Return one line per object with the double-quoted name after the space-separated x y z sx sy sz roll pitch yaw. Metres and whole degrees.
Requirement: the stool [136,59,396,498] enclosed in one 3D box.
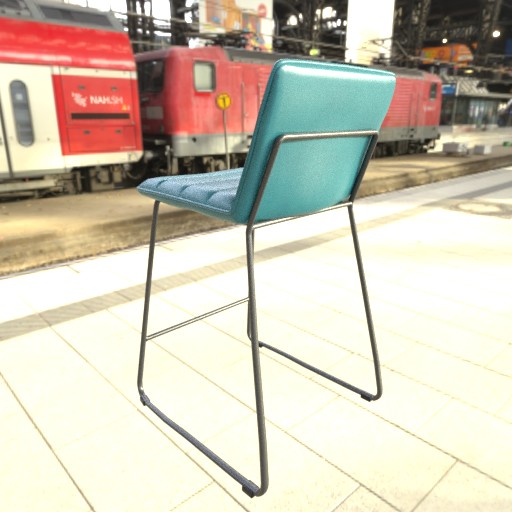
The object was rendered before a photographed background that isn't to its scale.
0.000 0.000 1.126 0.489 0.866 0.524 -17 24 -42 "stool"
